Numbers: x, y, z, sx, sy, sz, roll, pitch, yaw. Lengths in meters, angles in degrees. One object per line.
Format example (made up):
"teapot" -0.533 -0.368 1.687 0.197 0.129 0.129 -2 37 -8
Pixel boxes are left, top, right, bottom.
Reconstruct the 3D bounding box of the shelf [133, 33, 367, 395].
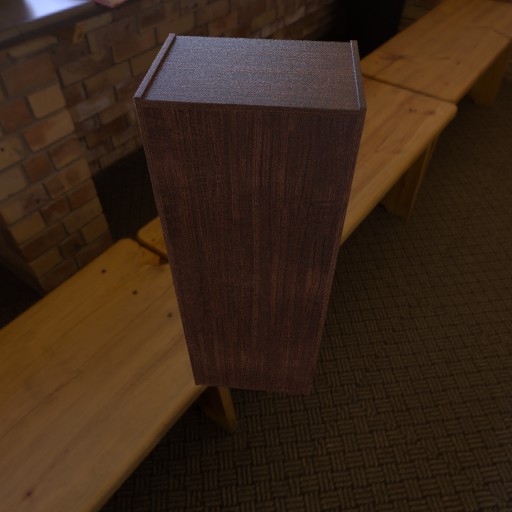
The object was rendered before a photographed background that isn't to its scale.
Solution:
"shelf" 0.000 0.000 1.275 0.415 1.099 0.290 4 47 4
